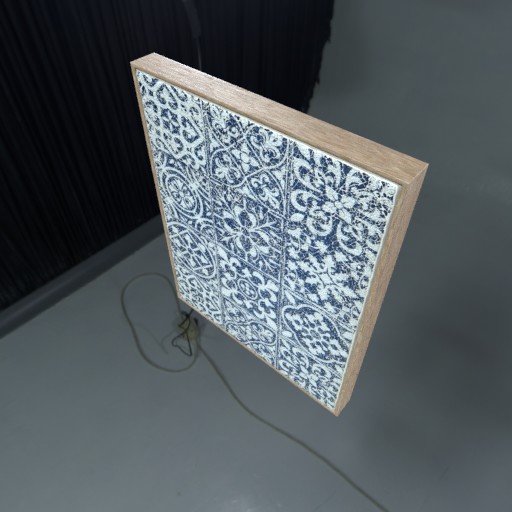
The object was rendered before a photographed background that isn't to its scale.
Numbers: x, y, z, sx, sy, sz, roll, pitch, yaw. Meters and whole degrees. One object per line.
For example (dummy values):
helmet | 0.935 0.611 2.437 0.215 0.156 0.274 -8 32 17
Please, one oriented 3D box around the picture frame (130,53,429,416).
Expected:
picture frame | 0.000 0.000 0.723 0.424 0.526 0.043 32 54 27
